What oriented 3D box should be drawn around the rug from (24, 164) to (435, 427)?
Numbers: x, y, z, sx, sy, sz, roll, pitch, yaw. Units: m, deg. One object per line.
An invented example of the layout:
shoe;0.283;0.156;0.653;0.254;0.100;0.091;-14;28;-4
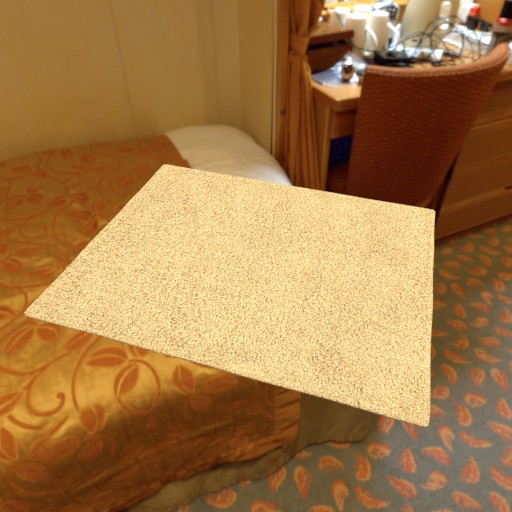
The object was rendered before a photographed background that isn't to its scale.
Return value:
rug;0.000;0.000;3.982;3.047;0.029;2.438;12;43;13
